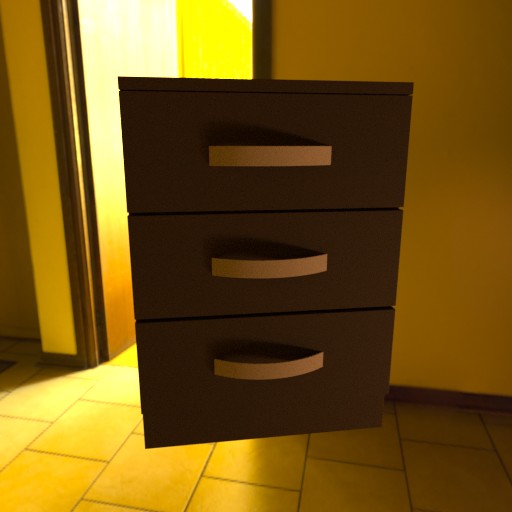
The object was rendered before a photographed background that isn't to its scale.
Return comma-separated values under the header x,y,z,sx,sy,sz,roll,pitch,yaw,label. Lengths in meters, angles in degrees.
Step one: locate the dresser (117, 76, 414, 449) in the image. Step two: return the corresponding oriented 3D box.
x,y,z,sx,sy,sz,roll,pitch,yaw,label
0.000,0.000,0.804,0.400,0.560,0.360,-2,14,-8,dresser
